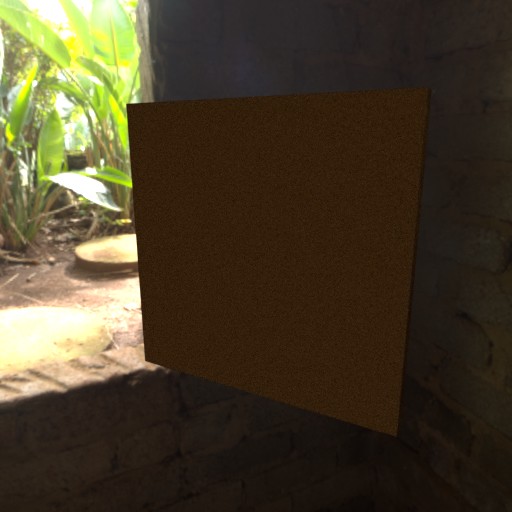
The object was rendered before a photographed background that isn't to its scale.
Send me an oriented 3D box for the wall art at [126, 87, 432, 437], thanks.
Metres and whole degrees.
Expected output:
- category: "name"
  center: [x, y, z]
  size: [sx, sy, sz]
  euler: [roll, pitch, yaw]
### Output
- category: "wall art"
  center: [0.000, 0.000, 0.893]
  size: [0.611, 0.608, 0.042]
  euler: [8, 17, 27]
